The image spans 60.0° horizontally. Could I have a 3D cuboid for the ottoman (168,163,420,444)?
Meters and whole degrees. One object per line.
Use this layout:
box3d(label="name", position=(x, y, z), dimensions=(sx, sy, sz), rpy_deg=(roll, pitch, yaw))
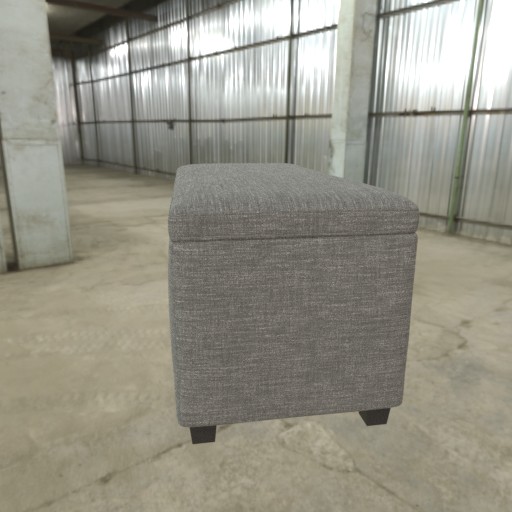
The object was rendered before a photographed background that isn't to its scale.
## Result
box3d(label="ottoman", position=(0.000, 0.000, 1.135), dimensions=(0.419, 0.432, 0.902), rpy_deg=(-2, 15, -9))
